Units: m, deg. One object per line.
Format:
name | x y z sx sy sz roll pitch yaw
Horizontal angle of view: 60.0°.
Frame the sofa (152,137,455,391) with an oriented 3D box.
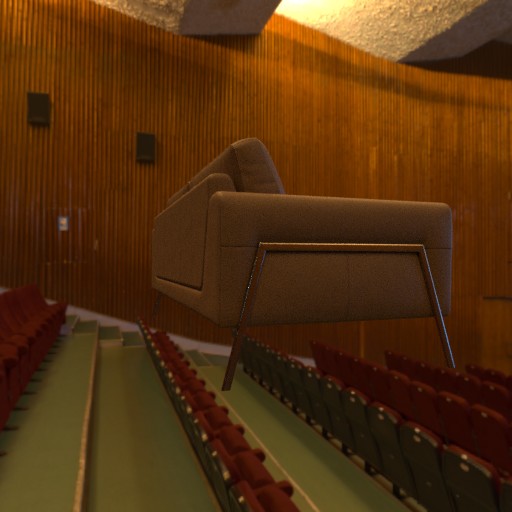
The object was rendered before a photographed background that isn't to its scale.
sofa | 0.000 0.000 2.508 0.953 0.875 2.017 0 -1 -19
